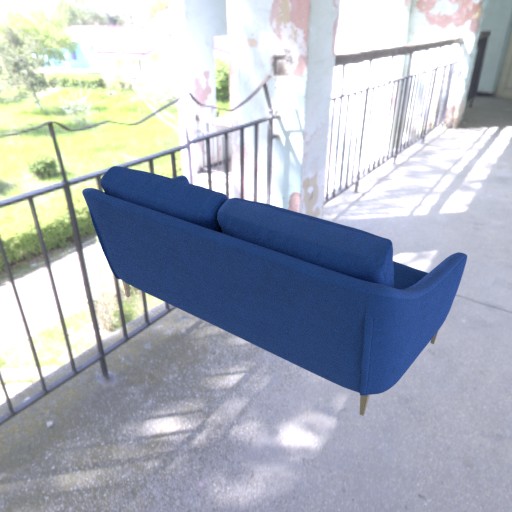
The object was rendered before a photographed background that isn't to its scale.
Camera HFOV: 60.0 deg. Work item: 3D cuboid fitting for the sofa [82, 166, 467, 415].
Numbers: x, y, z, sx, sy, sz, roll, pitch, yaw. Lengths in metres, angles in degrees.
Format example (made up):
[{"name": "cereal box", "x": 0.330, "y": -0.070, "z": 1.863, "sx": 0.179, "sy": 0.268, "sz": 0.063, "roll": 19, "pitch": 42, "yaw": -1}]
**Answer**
[{"name": "sofa", "x": 0.000, "y": 0.000, "z": 2.537, "sx": 2.036, "sy": 0.903, "sz": 0.960, "roll": 19, "pitch": 35, "yaw": 31}]
